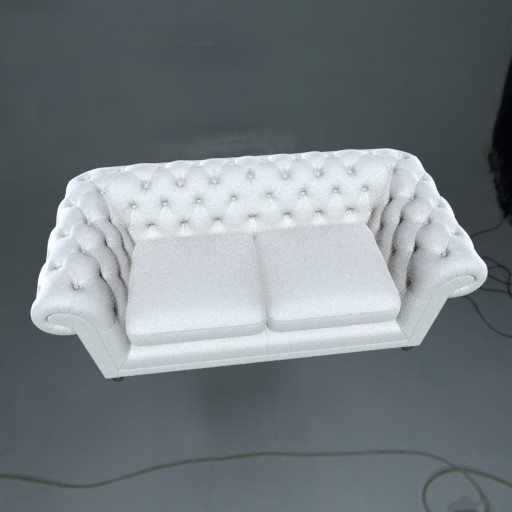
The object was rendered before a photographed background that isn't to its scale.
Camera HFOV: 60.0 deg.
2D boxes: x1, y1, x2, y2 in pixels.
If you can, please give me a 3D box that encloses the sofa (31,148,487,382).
[{"bbox_3d":[0.000,0.000,2.406,1.998,0.764,0.986,-5,46,-5],"label":"sofa"}]
